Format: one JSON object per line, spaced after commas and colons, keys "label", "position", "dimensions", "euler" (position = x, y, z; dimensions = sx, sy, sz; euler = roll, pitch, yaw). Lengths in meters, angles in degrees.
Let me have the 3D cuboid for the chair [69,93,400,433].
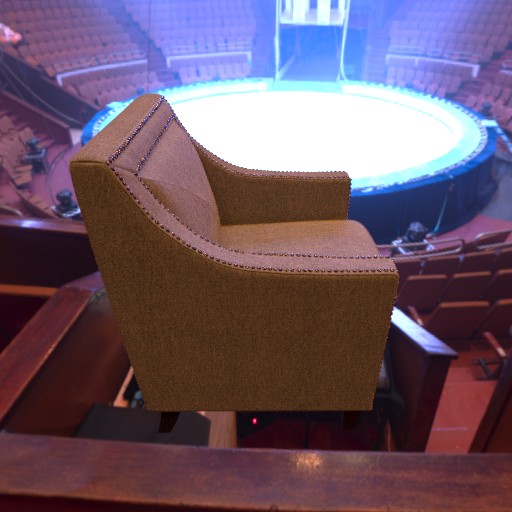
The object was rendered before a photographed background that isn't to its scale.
{"label": "chair", "position": [0.000, 0.000, 1.570], "dimensions": [0.884, 0.967, 0.776], "euler": [0, 31, 0]}
